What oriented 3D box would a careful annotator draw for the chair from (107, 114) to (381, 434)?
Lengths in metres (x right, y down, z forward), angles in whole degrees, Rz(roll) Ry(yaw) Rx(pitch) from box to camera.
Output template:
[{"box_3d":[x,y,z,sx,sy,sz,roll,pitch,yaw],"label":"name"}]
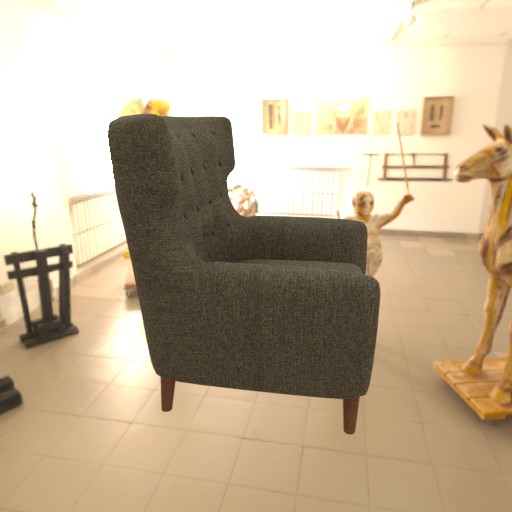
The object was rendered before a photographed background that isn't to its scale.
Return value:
[{"box_3d":[0.000,0.000,1.755,0.904,1.063,0.878,3,17,10],"label":"chair"}]
